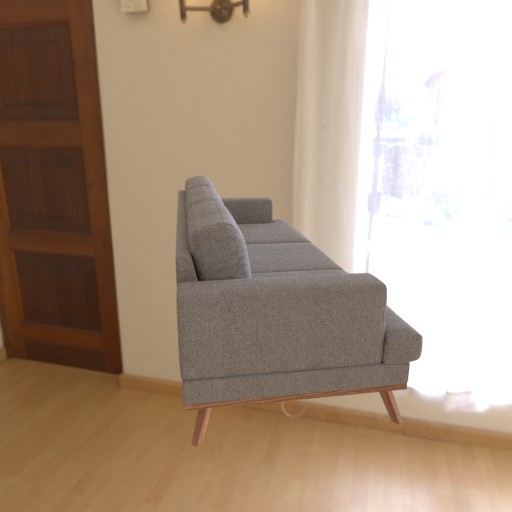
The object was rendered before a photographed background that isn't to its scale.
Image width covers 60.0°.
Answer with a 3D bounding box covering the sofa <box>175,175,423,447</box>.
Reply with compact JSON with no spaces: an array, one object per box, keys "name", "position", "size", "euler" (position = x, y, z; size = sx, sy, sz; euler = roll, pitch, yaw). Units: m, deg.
[{"name":"sofa","position":[0.000,0.000,2.677],"size":[0.920,0.810,2.310],"euler":[-3,16,-9]}]
